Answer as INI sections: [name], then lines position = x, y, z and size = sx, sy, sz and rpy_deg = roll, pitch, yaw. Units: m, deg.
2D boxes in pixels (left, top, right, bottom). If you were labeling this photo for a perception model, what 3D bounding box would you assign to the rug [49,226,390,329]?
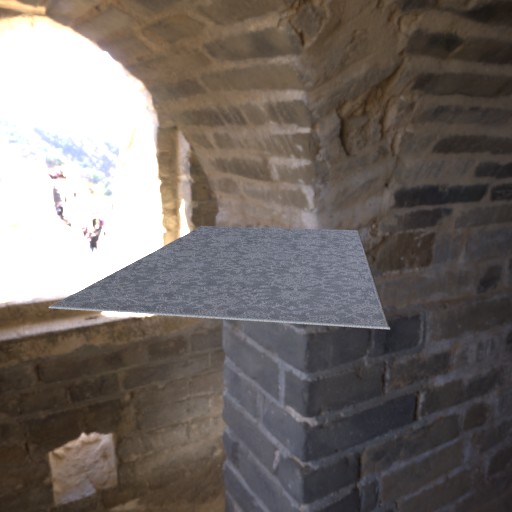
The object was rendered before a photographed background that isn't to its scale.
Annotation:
[rug]
position = 0.000, 0.000, 3.079
size = 1.515, 0.010, 2.430
rpy_deg = 2, 13, 10
